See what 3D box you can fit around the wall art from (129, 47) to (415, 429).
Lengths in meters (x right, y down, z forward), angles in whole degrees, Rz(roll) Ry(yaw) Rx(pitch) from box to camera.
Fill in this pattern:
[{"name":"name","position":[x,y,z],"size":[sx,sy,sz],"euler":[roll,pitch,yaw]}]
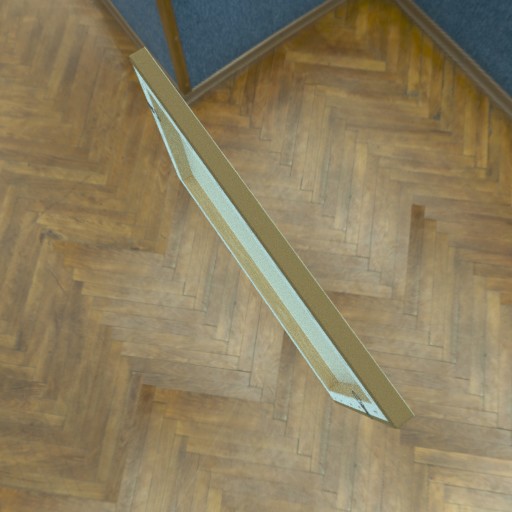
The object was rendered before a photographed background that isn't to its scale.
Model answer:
[{"name":"wall art","position":[0.000,0.000,0.479],"size":[0.019,0.254,0.380],"euler":[-34,78,-8]}]
